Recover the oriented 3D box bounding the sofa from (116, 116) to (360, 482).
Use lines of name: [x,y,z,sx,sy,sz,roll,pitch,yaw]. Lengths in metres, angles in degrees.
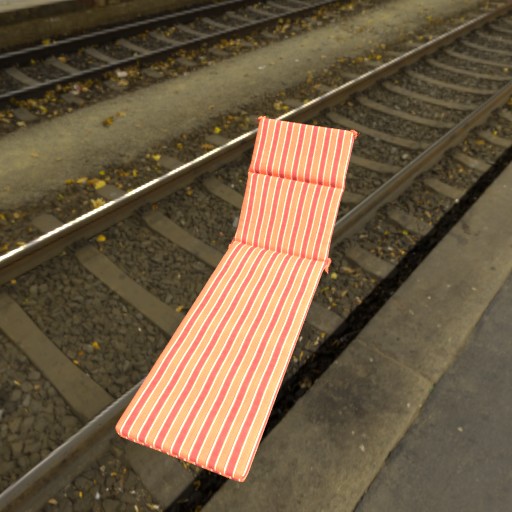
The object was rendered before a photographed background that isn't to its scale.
sofa: [0.000,0.000,1.997,0.582,0.622,1.663,13,43,15]
